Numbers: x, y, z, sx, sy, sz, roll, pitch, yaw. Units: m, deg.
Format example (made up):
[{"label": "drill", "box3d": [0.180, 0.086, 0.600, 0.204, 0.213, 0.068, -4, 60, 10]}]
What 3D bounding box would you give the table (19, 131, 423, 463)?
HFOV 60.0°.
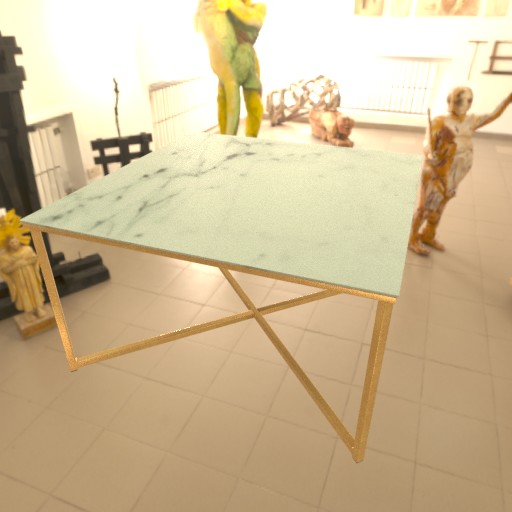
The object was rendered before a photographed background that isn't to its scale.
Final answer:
[{"label": "table", "box3d": [0.000, 0.000, 1.278, 0.800, 0.450, 0.800, 11, 32, 18]}]
